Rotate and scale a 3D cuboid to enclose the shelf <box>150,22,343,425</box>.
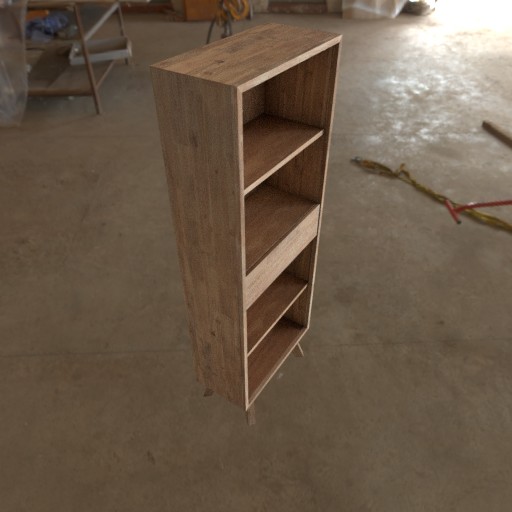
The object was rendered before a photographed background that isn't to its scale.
[{"bbox_3d":[0.000,0.000,1.528,0.267,1.342,0.491,23,45,25],"label":"shelf"}]
